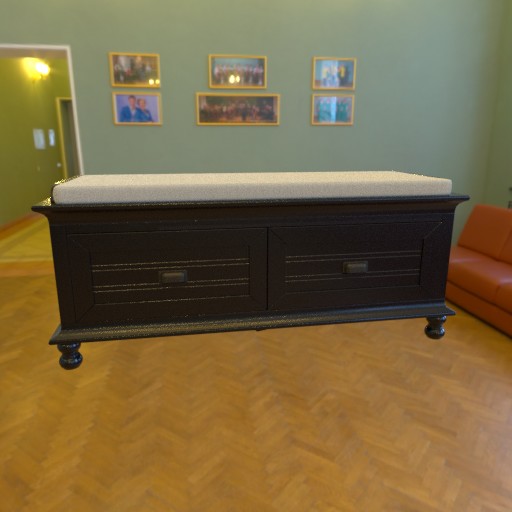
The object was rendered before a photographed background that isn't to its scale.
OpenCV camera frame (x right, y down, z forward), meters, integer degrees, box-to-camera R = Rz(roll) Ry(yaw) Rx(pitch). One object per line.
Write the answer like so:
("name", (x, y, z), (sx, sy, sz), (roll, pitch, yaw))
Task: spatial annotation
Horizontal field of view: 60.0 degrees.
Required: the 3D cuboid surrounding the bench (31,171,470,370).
("bench", (0.000, 0.000, 1.421), (1.185, 0.501, 0.402), (-3, 15, -10))
